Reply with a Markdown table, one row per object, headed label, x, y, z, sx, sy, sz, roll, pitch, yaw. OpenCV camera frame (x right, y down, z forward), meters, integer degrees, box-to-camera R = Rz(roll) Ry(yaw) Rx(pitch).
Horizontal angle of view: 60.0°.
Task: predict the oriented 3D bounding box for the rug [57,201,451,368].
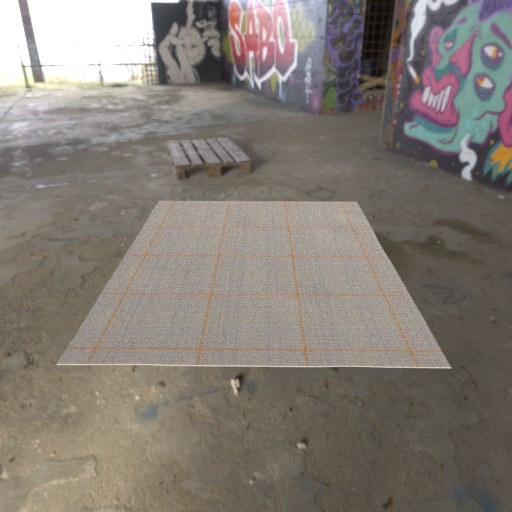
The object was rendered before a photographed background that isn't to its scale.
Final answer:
| label | x | y | z | sx | sy | sz | roll | pitch | yaw |
| --- | --- | --- | --- | --- | --- | --- | --- | --- | --- |
| rug | 0.000 | 0.000 | 4.102 | 2.448 | 0.021 | 3.051 | 0 | 26 | 1 |
